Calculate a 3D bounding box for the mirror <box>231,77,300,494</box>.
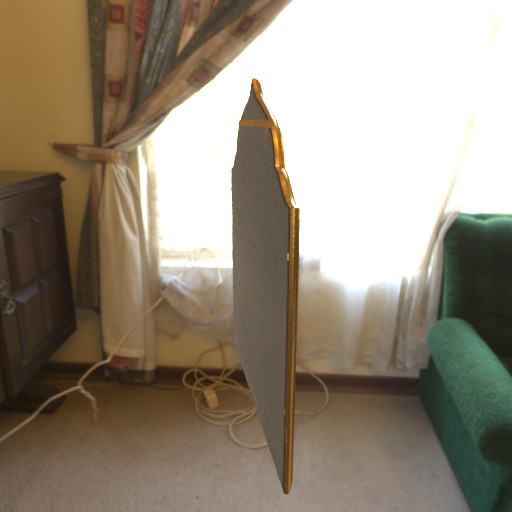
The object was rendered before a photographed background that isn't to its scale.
[{"bbox_3d":[0.000,0.000,0.848,0.018,0.635,0.513,-3,17,-11],"label":"mirror"}]
